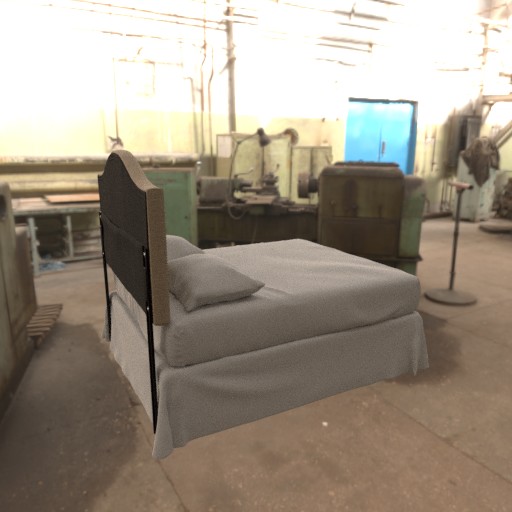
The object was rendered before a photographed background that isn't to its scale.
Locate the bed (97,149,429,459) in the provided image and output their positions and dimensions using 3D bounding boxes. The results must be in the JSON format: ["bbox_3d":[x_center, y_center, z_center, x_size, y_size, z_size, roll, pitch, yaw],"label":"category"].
[{"bbox_3d":[0.000,0.000,3.508,2.221,1.645,1.876,-7,16,-27],"label":"bed"}]
